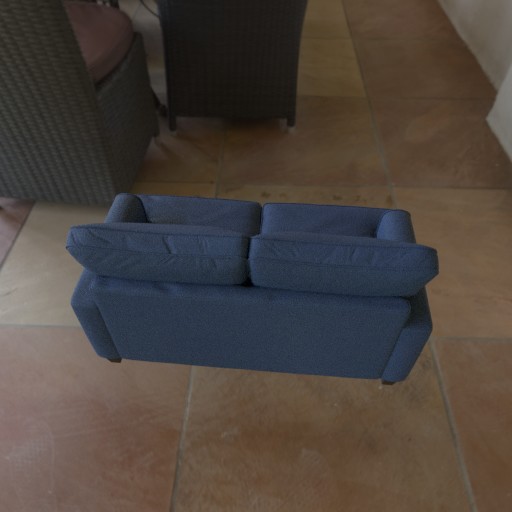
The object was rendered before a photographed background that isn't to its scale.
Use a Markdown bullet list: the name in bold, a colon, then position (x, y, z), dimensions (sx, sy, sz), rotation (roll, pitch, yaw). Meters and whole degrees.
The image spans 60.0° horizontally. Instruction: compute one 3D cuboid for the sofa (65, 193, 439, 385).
- **sofa**: position (0.000, 0.000, 2.346), dimensions (1.651, 0.965, 0.965), rotation (4, 49, 3)
